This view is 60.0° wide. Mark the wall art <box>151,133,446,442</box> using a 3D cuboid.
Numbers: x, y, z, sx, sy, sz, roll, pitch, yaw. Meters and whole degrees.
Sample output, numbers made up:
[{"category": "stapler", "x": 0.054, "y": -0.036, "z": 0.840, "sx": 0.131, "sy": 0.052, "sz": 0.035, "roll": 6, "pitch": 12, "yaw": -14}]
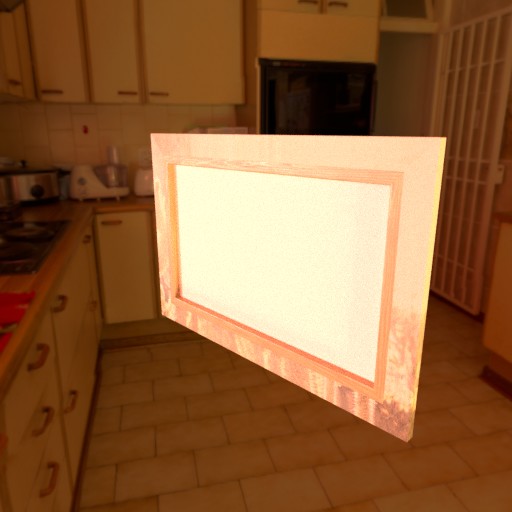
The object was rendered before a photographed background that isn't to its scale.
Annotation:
[{"category": "wall art", "x": 0.000, "y": 0.000, "z": 1.919, "sx": 0.038, "sy": 1.012, "sz": 1.525, "roll": -15, "pitch": 22, "yaw": -42}]
